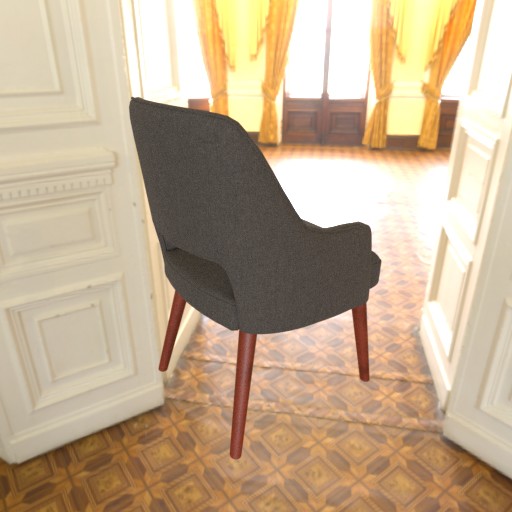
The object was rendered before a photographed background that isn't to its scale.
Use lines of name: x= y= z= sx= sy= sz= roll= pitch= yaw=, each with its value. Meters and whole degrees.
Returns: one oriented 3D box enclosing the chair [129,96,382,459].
chair: x=0.000 y=0.000 z=1.217 sx=0.560 sy=0.838 sz=0.559 roll=-18 pitch=31 yaw=-33
